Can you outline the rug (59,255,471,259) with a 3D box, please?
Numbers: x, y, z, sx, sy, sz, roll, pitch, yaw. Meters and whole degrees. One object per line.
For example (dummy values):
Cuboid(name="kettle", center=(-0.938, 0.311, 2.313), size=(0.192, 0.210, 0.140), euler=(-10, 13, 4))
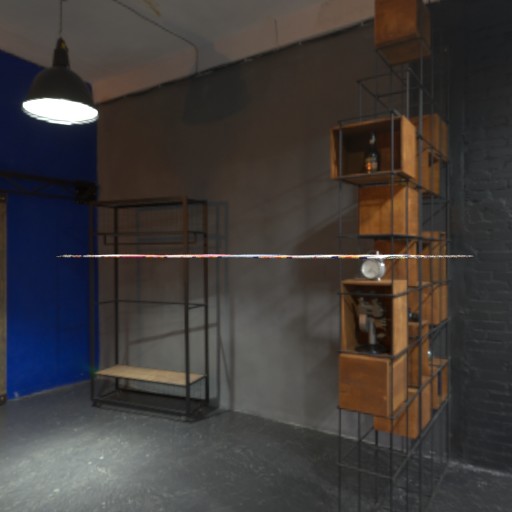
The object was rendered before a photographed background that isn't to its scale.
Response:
Cuboid(name="rug", center=(0.000, 0.000, 2.248), size=(1.849, 0.013, 1.084), euler=(0, 0, 36))
